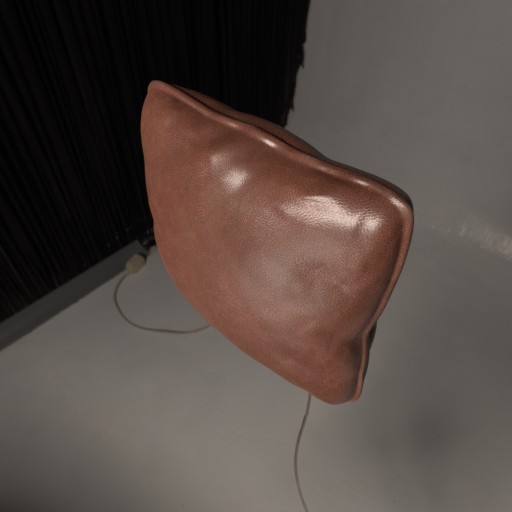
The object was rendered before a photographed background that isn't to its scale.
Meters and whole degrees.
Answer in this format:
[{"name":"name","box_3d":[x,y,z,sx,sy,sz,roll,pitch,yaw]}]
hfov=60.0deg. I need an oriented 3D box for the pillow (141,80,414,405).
[{"name":"pillow","box_3d":[0.000,0.000,0.825,0.532,0.523,0.236,33,54,28]}]
